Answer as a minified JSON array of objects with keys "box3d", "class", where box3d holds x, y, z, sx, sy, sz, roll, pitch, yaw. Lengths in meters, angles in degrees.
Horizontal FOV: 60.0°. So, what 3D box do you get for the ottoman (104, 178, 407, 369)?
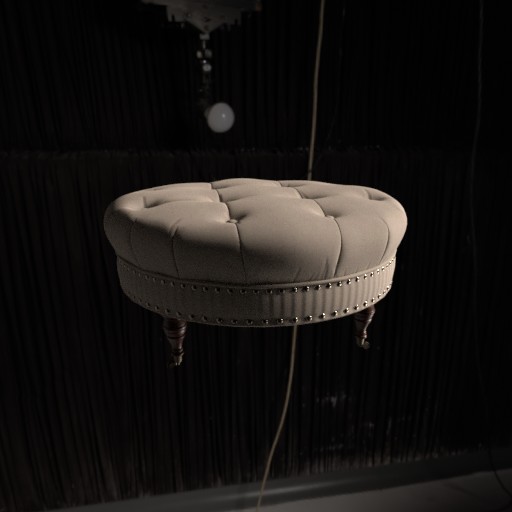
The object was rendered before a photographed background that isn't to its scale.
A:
[{"box3d":[0.000,0.000,1.422,0.901,0.439,0.901,0,17,0],"class":"ottoman"}]
